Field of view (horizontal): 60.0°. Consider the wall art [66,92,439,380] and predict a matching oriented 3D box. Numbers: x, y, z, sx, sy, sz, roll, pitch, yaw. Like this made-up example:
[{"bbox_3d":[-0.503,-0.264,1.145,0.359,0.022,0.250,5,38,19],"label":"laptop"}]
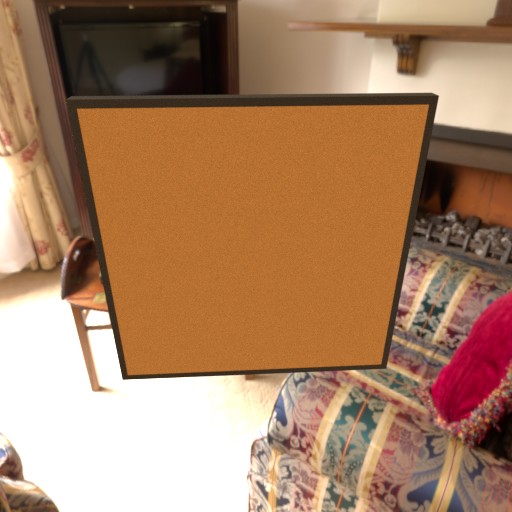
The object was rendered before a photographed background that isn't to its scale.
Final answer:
[{"bbox_3d":[0.000,0.000,1.108,0.763,0.763,0.038,-2,29,-3],"label":"wall art"}]
